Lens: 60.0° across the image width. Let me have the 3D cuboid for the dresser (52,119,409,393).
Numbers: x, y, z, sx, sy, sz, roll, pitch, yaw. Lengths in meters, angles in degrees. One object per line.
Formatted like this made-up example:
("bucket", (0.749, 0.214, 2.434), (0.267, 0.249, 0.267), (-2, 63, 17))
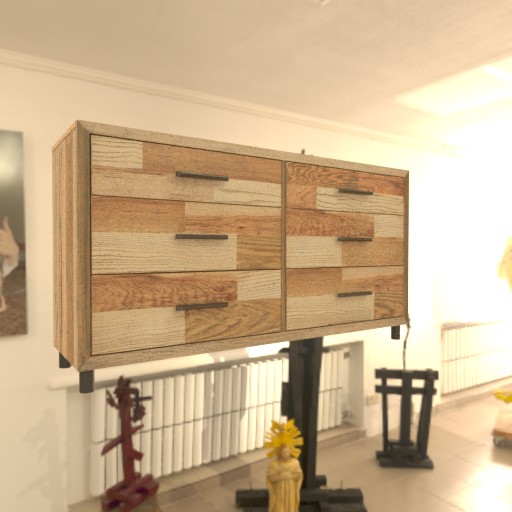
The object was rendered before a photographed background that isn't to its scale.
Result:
("dresser", (0.000, 0.000, 1.920), (1.547, 0.834, 0.487), (-1, 1, -34))
